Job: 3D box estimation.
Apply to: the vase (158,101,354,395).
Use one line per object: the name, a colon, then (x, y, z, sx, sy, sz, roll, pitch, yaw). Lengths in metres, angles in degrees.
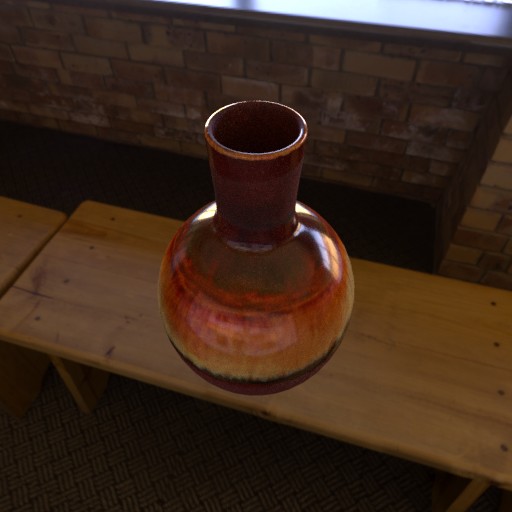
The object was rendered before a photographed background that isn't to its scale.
vase: (0.000, 0.000, 0.233, 0.111, 0.154, 0.111, 0, 48, 0)
